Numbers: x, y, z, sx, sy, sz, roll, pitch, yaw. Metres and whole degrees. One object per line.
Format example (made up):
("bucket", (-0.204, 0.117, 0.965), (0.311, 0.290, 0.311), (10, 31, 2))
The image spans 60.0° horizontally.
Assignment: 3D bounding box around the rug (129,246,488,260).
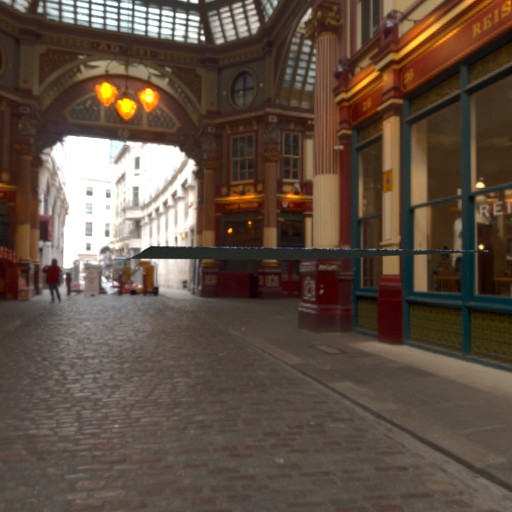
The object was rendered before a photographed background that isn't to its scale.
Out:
("rug", (0.000, 0.000, 2.317), (1.219, 0.005, 1.828), (0, -2, -18))
